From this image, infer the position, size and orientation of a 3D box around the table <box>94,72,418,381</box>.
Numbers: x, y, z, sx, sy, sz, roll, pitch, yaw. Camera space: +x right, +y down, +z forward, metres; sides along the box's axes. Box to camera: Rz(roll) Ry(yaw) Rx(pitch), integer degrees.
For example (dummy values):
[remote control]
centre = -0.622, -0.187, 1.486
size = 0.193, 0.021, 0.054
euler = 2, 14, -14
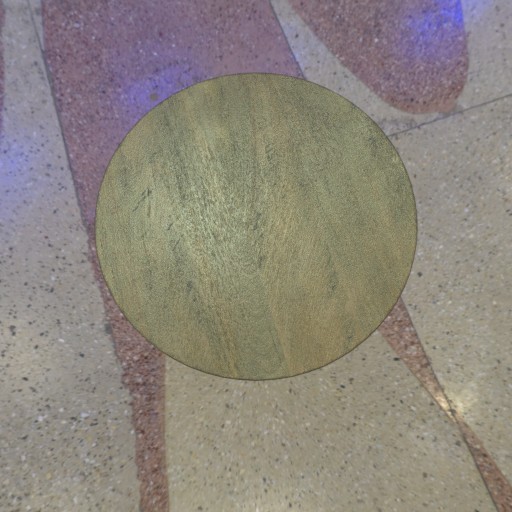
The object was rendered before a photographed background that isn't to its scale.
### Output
[table]
centre = 0.000, 0.000, 0.775
size = 0.405, 0.454, 0.405
euler = 0, 76, 0
